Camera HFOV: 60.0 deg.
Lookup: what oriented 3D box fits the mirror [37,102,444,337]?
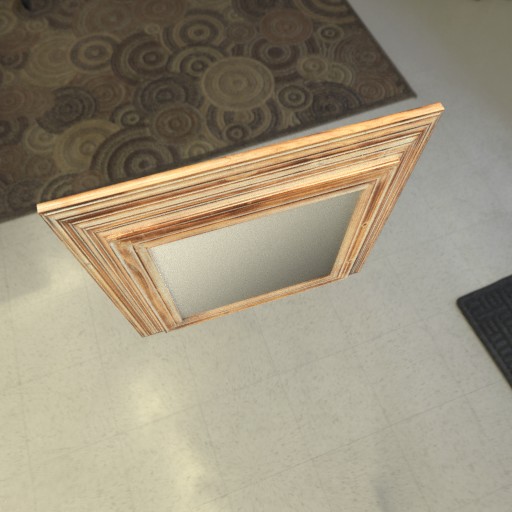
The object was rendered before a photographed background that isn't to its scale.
[{"bbox_3d":[0.000,0.000,1.195,0.804,0.804,0.061,-16,65,-8],"label":"mirror"}]
